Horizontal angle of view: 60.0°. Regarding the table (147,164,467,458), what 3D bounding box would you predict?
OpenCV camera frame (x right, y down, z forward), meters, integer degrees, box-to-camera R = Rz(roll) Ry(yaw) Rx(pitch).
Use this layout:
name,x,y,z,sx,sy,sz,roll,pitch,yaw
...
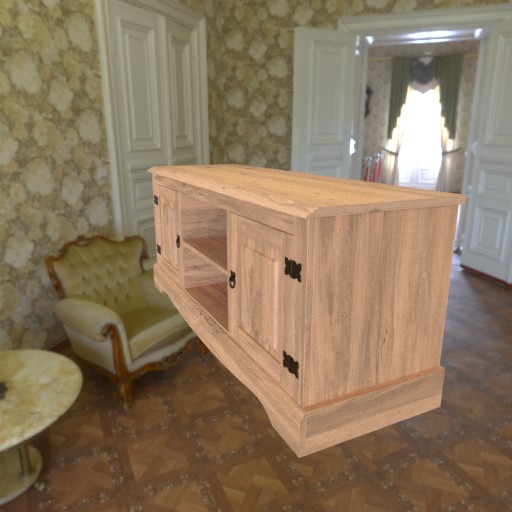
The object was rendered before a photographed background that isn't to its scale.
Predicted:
name,x,y,z,sx,sy,sz,roll,pitch,yaw
table,0.000,0.000,1.436,0.400,0.510,1.200,-7,17,-25
